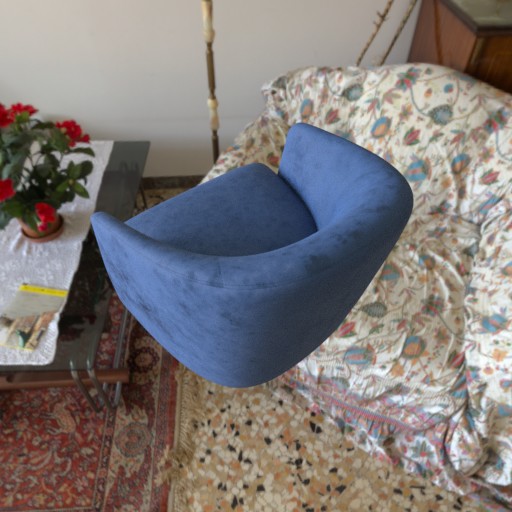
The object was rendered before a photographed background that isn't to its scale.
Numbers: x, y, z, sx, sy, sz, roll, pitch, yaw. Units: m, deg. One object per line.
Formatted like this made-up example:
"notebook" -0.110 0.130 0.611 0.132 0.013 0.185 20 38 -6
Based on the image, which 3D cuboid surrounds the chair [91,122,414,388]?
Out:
"chair" 0.000 0.000 1.384 0.773 0.698 0.767 -31 53 -26
